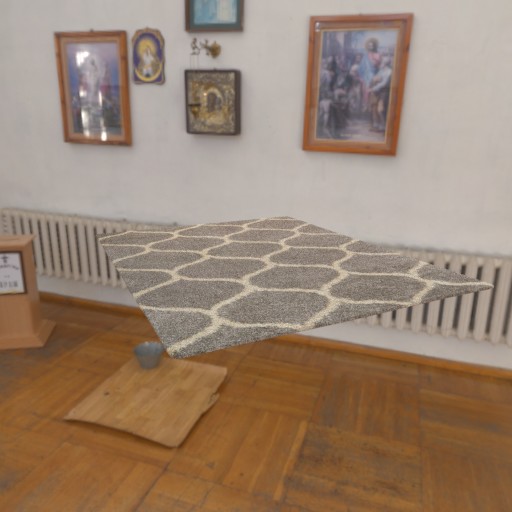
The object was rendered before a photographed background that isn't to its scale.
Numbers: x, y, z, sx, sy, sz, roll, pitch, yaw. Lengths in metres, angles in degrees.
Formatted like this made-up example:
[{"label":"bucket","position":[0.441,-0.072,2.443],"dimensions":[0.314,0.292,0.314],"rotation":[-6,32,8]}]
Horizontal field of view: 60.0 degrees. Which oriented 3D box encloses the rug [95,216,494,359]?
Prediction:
[{"label":"rug","position":[0.000,0.000,3.994],"dimensions":[2.399,0.026,3.000],"rotation":[-8,18,-25]}]
